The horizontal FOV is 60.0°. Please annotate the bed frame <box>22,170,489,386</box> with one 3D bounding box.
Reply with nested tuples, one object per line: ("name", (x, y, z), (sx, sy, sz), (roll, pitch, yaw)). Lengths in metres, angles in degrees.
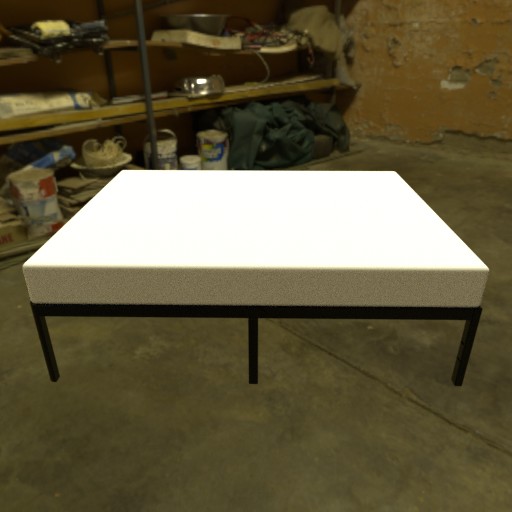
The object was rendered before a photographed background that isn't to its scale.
("bed frame", (0.000, 0.000, 2.744), (2.072, 0.659, 1.557), (0, 26, 1))
